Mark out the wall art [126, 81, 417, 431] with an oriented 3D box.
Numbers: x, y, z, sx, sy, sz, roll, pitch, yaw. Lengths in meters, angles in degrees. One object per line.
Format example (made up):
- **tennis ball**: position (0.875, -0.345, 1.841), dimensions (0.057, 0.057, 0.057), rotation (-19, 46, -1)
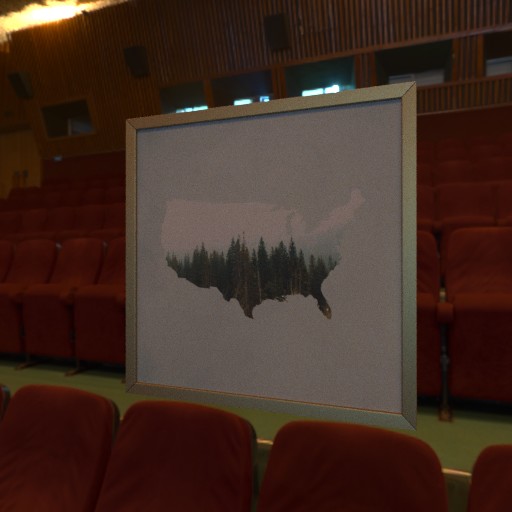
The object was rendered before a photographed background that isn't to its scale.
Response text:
- **wall art**: position (0.000, 0.000, 1.118), dimensions (0.762, 0.762, 0.038), rotation (0, 0, 21)
